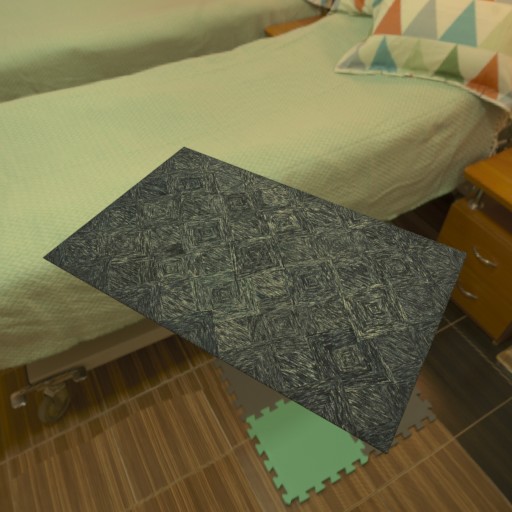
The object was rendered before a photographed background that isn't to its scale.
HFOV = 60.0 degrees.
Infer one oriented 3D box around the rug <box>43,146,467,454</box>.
[{"bbox_3d":[0.000,0.000,2.878,2.330,0.017,1.478,24,52,21],"label":"rug"}]
